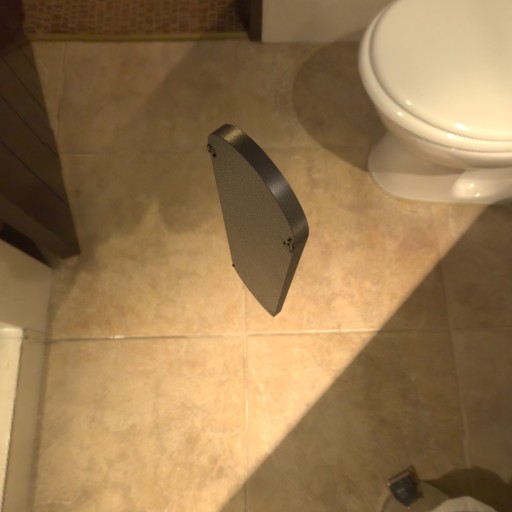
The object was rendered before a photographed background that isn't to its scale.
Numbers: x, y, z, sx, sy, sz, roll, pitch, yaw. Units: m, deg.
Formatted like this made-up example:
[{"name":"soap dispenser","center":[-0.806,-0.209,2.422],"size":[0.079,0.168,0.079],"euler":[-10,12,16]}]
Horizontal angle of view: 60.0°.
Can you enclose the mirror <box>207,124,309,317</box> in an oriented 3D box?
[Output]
[{"name":"mirror","center":[0.000,0.000,1.080],"size":[0.032,0.991,0.222],"euler":[-37,78,-10]}]
